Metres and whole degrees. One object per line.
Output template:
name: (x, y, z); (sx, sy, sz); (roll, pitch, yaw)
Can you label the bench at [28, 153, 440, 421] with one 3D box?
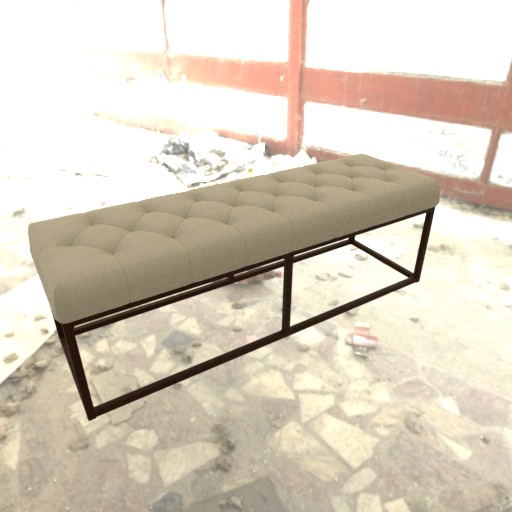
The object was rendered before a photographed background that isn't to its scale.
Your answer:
bench: (0.000, 0.000, 1.711); (1.488, 0.488, 0.479); (-17, 34, -27)
